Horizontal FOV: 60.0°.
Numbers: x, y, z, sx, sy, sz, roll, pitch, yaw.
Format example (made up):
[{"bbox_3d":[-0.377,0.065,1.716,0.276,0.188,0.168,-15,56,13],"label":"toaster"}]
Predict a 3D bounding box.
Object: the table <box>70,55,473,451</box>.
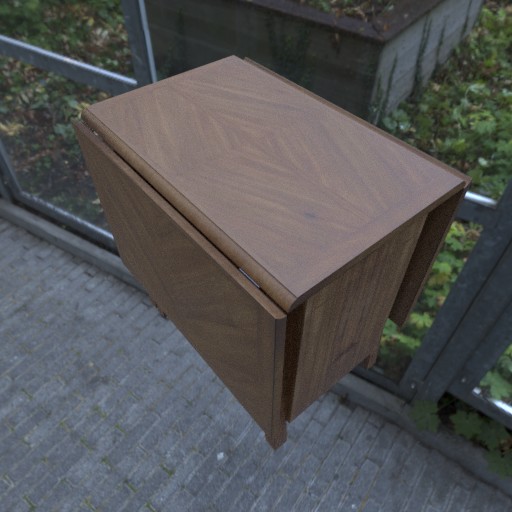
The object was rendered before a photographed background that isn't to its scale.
[{"bbox_3d":[0.000,0.000,1.627,0.701,0.981,0.967,-32,55,-25],"label":"table"}]
